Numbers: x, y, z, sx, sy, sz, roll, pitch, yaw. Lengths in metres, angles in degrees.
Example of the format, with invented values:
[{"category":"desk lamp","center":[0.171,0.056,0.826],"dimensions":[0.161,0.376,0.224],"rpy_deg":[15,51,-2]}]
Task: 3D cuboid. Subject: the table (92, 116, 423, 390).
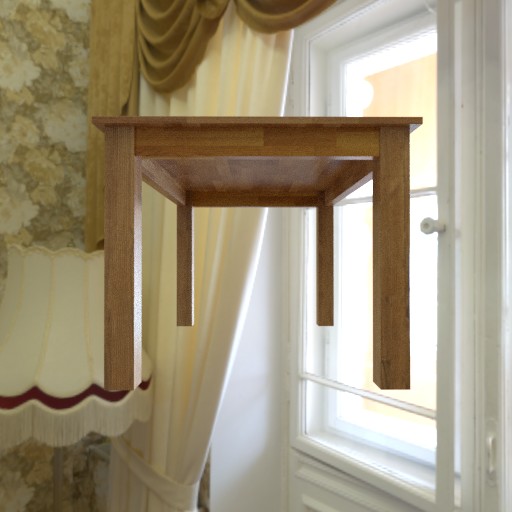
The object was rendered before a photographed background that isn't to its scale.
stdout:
[{"category":"table","center":[0.000,0.000,1.852],"dimensions":[0.900,0.750,1.300],"rpy_deg":[0,0,0]}]
